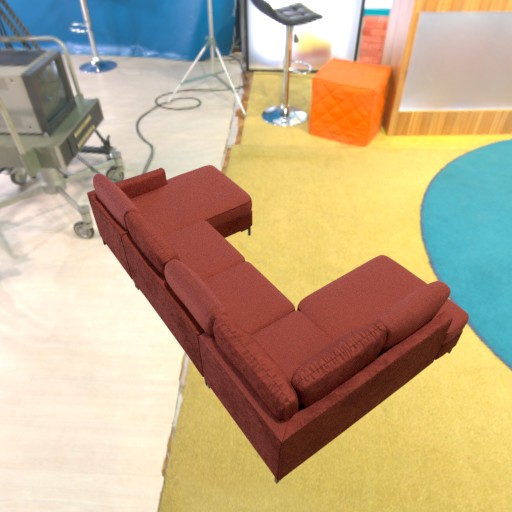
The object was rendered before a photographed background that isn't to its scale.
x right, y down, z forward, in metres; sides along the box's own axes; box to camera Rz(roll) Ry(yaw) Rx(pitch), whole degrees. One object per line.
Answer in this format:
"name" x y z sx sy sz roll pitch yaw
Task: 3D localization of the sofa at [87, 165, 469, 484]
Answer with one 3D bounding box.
"sofa" 0.000 0.000 4.348 2.055 0.992 3.434 -26 48 -26
